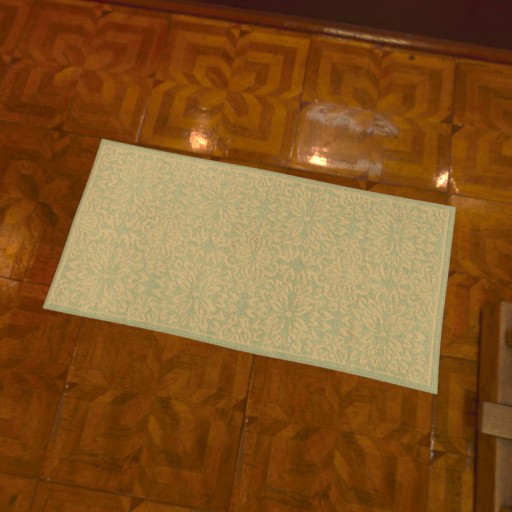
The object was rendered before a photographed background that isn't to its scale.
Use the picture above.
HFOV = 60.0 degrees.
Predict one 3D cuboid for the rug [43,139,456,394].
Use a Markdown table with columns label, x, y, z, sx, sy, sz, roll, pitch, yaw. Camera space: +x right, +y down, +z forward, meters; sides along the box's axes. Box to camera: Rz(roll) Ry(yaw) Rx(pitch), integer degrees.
| label | x | y | z | sx | sy | sz | roll | pitch | yaw |
| --- | --- | --- | --- | --- | --- | --- | --- | --- | --- |
| rug | 0.000 | 0.000 | 1.415 | 1.219 | 0.007 | 0.604 | 12 | 74 | 3 |
